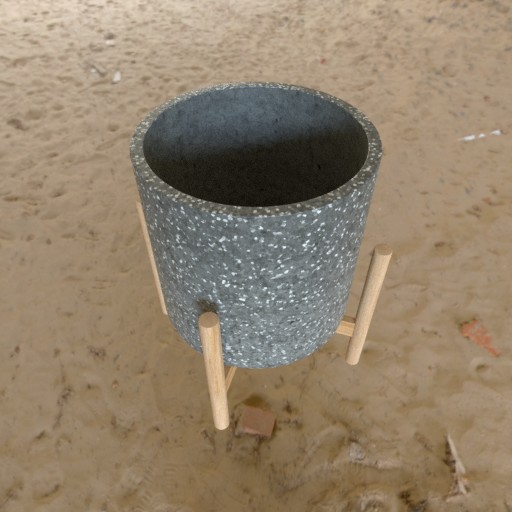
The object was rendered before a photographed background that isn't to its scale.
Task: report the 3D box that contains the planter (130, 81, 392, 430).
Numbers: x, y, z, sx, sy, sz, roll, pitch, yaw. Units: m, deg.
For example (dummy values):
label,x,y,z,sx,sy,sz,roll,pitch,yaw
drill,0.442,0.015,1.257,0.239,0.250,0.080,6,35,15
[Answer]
label,x,y,z,sx,sy,sz,roll,pitch,yaw
planter,0.000,0.000,0.690,0.360,0.419,0.360,31,53,27
